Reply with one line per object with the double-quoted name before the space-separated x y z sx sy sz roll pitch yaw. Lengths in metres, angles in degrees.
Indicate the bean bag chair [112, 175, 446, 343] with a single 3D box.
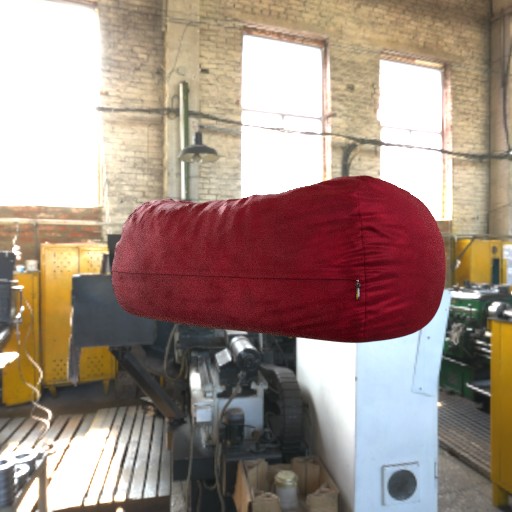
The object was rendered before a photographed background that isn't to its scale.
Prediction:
"bean bag chair" 0.000 0.000 2.898 2.293 0.867 1.216 0 0 37
